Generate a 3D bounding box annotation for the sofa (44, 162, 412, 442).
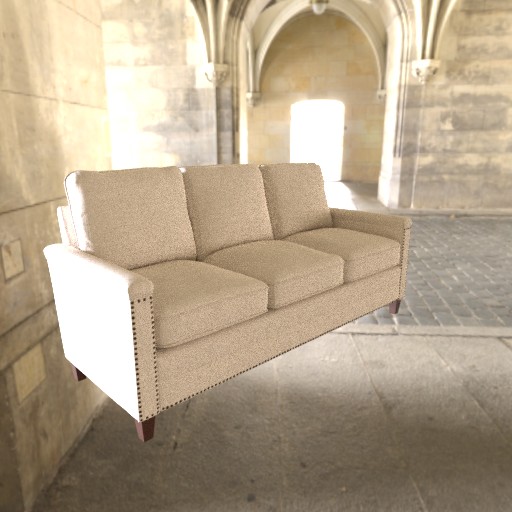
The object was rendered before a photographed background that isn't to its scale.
[{"bbox_3d":[0.000,0.000,2.398,1.925,0.961,0.828,-14,20,-42],"label":"sofa"}]
